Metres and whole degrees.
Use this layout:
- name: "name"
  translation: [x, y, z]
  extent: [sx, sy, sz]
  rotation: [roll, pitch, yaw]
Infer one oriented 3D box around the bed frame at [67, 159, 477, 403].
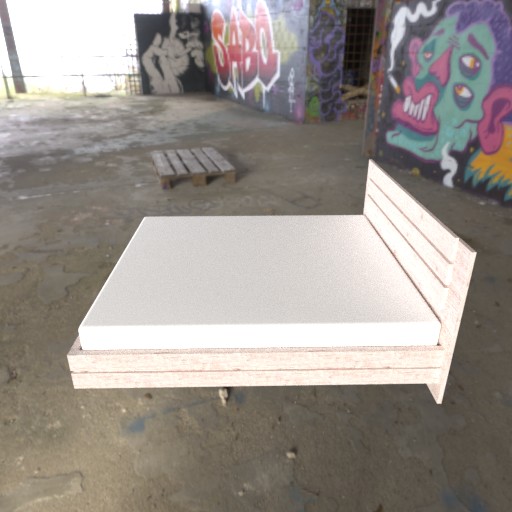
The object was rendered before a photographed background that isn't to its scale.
- name: "bed frame"
  translation: [0.000, 0.000, 3.192]
  extent: [2.080, 0.970, 1.950]
  rotation: [-1, 25, -1]
